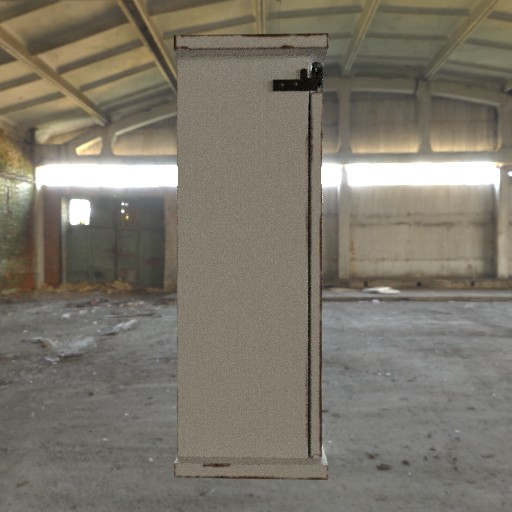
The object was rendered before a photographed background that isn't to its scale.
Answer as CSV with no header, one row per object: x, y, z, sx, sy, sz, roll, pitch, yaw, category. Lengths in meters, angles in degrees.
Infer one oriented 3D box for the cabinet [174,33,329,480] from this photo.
0.000,0.000,0.871,0.210,0.603,0.541,0,0,1,cabinet
